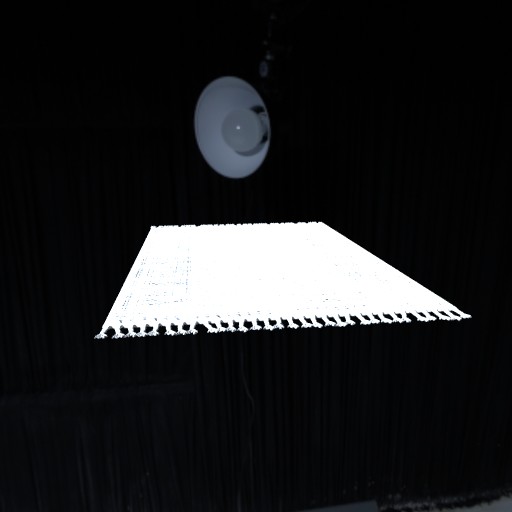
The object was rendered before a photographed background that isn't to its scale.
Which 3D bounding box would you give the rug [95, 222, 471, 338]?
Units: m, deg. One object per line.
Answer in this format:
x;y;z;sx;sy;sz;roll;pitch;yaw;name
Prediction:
0.000;0.000;2.311;1.243;0.013;1.872;-2;15;-7;rug
